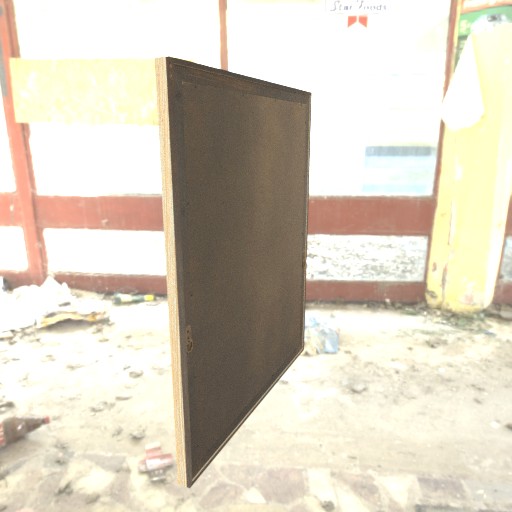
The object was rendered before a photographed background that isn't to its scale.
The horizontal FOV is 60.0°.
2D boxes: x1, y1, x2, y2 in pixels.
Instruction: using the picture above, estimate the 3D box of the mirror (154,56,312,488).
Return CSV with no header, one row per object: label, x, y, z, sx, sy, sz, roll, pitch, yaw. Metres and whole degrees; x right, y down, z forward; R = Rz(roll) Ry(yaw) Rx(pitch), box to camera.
mirror,0.000,0.000,1.187,0.032,0.882,0.730,7,17,25
